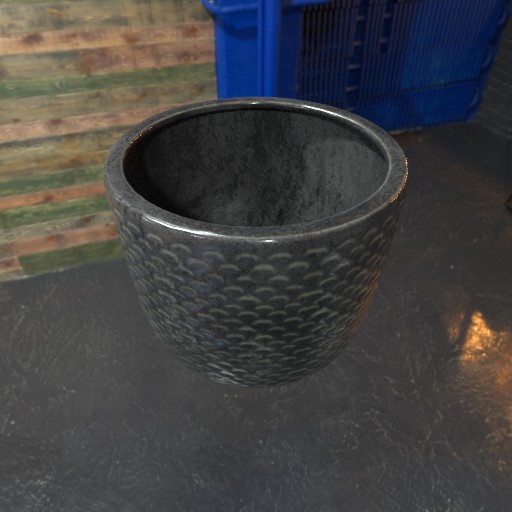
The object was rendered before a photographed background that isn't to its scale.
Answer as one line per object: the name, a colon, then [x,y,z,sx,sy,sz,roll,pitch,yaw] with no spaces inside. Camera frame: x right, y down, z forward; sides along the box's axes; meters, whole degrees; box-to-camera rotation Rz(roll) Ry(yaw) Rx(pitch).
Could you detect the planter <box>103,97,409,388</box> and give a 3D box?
planter: [0.000,0.000,0.247,0.140,0.129,0.140,0,40,0]
